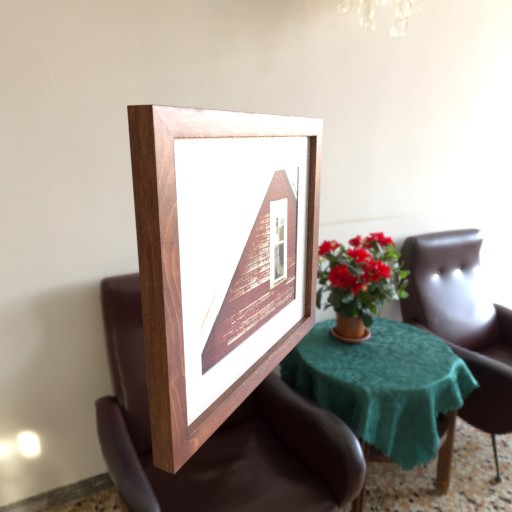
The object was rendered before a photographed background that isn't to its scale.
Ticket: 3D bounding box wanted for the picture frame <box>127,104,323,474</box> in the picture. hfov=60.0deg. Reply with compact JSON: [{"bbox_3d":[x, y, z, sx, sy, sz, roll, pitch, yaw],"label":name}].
[{"bbox_3d":[0.000,0.000,0.541,0.025,0.330,0.381,8,17,26],"label":"picture frame"}]
